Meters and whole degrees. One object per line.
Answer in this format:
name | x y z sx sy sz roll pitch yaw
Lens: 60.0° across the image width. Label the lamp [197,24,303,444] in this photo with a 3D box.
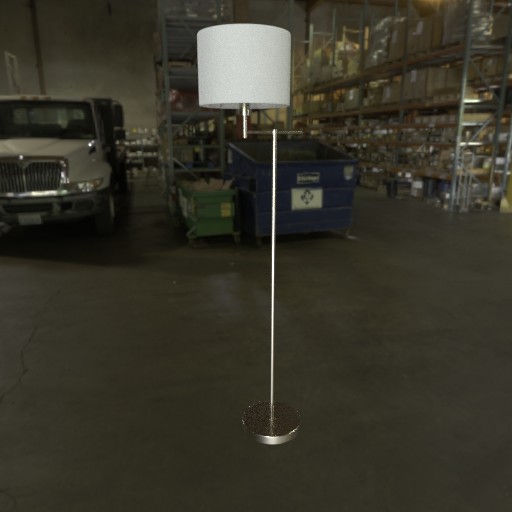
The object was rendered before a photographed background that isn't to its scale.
lamp | 0.000 0.000 1.766 0.416 1.600 0.324 -7 17 -25
